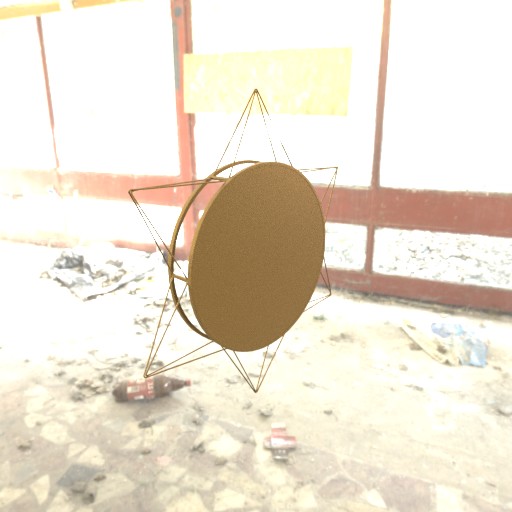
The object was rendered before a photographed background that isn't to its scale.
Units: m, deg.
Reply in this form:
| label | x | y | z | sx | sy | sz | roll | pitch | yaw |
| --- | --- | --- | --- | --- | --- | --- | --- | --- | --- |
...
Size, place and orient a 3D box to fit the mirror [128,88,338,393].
| label | x | y | z | sx | sy | sz | roll | pitch | yaw |
| --- | --- | --- | --- | --- | --- | --- | --- | --- | --- |
| mirror | 0.000 | 0.000 | 0.819 | 0.062 | 0.581 | 0.498 | 16 | 23 | 42 |
